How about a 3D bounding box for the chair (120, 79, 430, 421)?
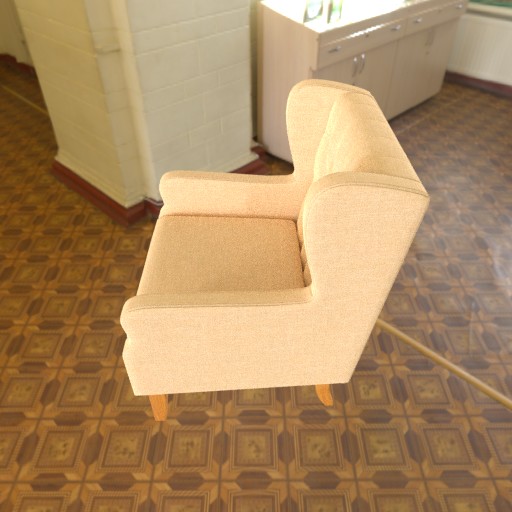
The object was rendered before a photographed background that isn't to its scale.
[{"bbox_3d":[0.000,0.000,1.460,0.760,0.930,0.710,0,40,-1],"label":"chair"}]
